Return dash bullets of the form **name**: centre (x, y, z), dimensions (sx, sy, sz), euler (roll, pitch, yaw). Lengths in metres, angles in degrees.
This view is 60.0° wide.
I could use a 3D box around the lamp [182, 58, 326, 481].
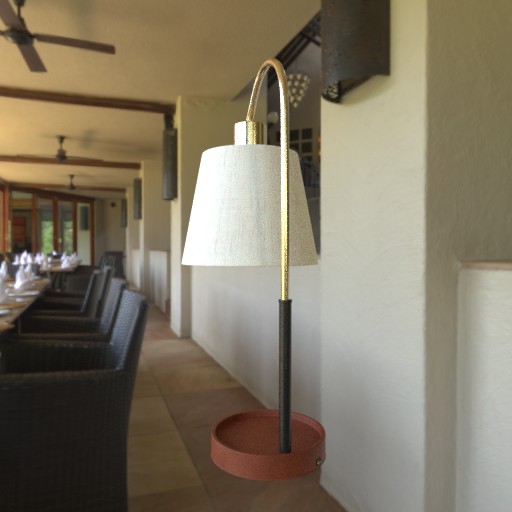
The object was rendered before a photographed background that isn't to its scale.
- **lamp**: centre (0.000, 0.000, 0.661), dimensions (0.211, 0.536, 0.273), euler (0, 1, -17)
